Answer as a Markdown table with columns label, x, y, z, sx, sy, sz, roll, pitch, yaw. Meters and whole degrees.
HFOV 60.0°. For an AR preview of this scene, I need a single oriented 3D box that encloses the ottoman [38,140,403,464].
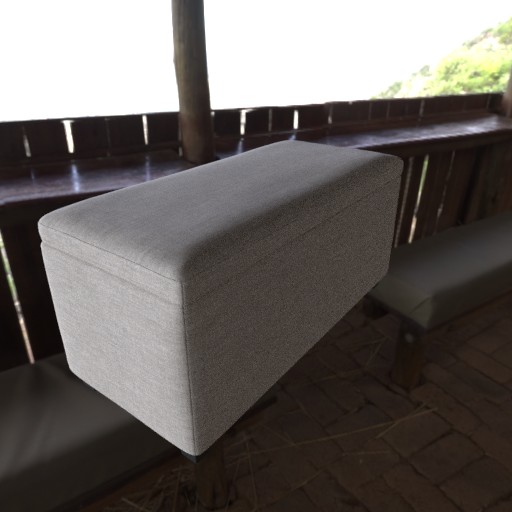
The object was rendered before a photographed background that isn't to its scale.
| label | x | y | z | sx | sy | sz | roll | pitch | yaw |
| --- | --- | --- | --- | --- | --- | --- | --- | --- | --- |
| ottoman | 0.000 | 0.000 | 1.131 | 0.419 | 0.432 | 0.902 | 18 | 32 | 33 |
